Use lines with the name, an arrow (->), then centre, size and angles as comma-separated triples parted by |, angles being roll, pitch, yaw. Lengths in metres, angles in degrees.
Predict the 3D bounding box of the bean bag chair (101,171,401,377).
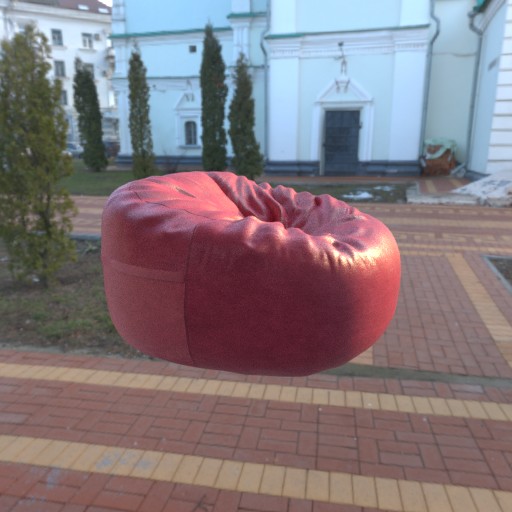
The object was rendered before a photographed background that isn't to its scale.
bean bag chair -> 0.000, 0.000, 2.444 | 1.524, 0.878, 1.524 | 7, 16, 26
